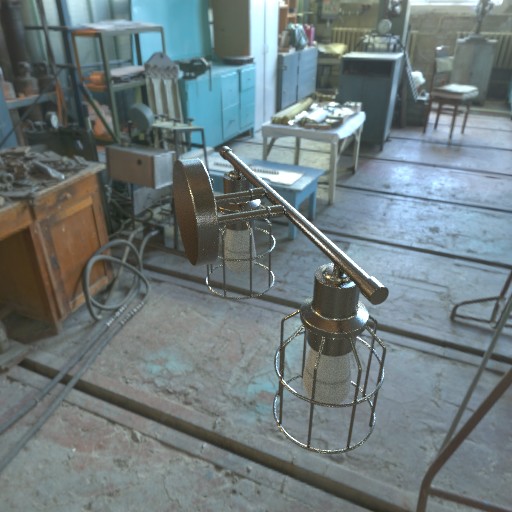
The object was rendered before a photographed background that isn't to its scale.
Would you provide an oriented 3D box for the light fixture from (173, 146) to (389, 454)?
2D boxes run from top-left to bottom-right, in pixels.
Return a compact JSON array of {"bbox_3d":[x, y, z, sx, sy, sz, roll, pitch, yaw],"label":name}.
[{"bbox_3d":[0.000,0.000,0.538,0.165,0.254,0.406,-11,32,-18],"label":"light fixture"}]
